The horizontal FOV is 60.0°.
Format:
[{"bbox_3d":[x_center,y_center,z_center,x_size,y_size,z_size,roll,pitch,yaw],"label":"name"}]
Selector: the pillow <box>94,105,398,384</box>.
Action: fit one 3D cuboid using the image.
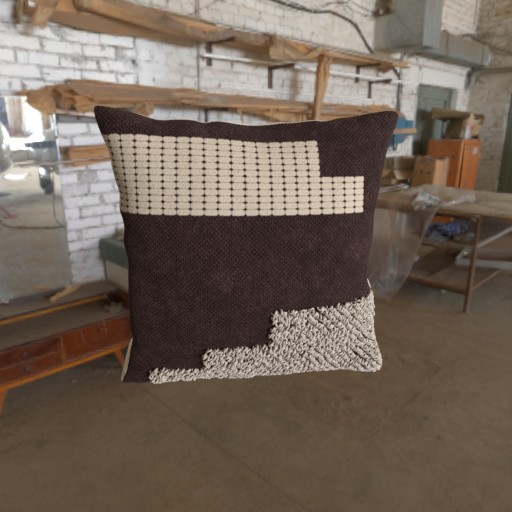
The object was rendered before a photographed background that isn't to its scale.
[{"bbox_3d":[0.000,0.000,0.741,0.475,0.473,0.178,-3,16,-9],"label":"pillow"}]
